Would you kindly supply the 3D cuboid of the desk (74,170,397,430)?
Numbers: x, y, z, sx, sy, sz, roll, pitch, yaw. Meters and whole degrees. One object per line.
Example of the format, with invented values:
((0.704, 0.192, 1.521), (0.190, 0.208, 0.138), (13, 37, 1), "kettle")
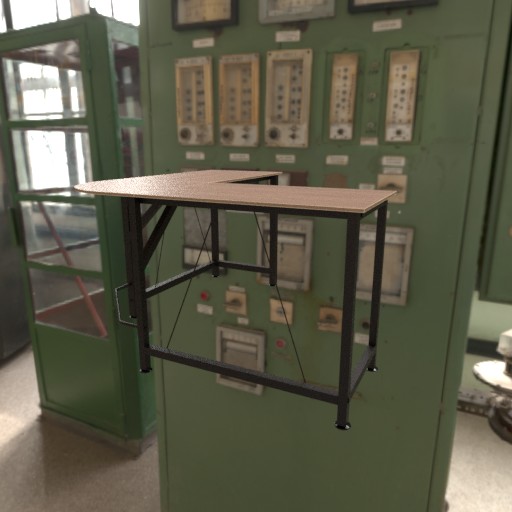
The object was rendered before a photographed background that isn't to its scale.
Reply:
((0.000, 0.000, 2.282), (1.400, 0.762, 1.400), (7, 16, 26), "desk")
